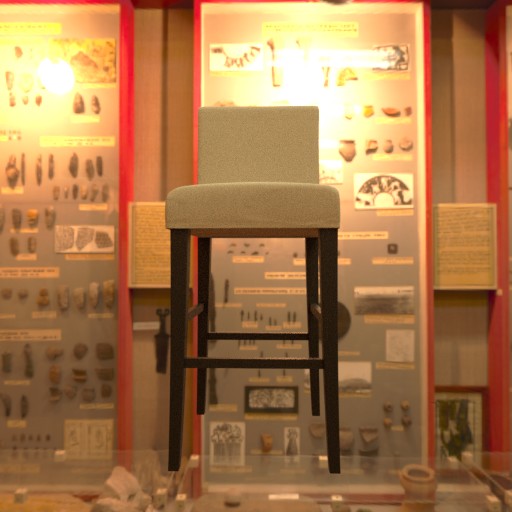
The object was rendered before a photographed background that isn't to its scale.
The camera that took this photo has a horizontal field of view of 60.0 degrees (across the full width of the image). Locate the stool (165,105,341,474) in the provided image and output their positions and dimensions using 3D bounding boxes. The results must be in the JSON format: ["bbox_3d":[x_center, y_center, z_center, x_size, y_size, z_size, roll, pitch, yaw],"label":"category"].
[{"bbox_3d":[0.000,0.000,1.417,0.452,1.124,0.597,0,-1,2],"label":"stool"}]
